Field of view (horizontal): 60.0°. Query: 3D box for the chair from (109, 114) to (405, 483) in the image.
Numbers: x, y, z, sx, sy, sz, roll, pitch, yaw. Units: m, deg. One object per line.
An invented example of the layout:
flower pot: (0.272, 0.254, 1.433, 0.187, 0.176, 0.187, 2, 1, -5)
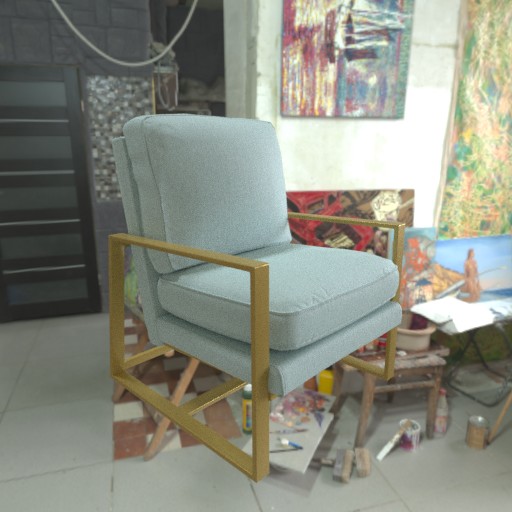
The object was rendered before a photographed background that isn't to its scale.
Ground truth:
chair: (0.000, 0.000, 1.549, 0.813, 0.956, 0.758, 14, 20, 42)
